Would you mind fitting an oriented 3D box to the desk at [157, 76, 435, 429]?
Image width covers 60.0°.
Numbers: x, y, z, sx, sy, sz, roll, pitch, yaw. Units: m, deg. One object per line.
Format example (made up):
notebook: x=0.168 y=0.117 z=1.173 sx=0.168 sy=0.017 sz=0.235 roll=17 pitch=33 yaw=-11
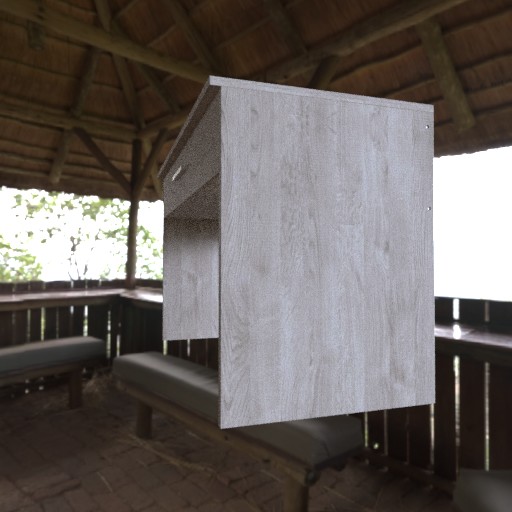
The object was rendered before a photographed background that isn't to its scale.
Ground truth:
desk: x=0.000 y=0.000 z=1.521 sx=0.560 sy=0.730 sz=1.100 roll=0 pitch=-1 yaw=-18
